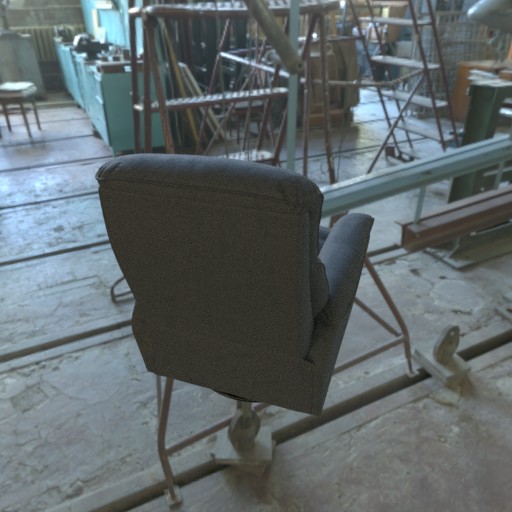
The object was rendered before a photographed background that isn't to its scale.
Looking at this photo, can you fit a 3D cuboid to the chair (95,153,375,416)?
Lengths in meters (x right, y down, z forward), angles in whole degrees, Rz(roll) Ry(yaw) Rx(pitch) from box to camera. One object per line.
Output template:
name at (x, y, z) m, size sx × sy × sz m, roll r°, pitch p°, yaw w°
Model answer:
chair at (0.000, 0.000, 1.723) m, size 0.820 × 1.037 × 1.004 m, roll 10°, pitch 32°, yaw 16°
